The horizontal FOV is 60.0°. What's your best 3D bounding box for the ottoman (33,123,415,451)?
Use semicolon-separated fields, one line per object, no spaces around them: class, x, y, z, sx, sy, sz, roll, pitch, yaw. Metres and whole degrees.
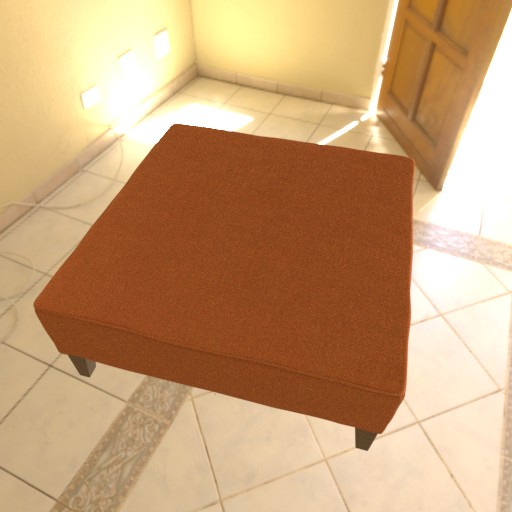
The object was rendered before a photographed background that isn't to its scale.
ottoman;0.000;0.000;1.539;0.999;0.438;0.997;11;47;10
